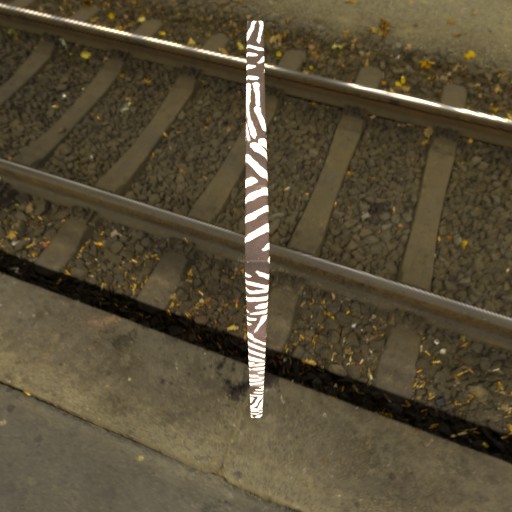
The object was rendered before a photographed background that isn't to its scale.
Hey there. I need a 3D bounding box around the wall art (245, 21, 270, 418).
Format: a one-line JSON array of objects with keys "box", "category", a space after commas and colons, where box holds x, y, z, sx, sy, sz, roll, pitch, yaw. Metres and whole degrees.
[{"box": [0.000, 0.000, 1.172, 0.035, 0.918, 0.615, 0, 57, 0], "category": "wall art"}]
